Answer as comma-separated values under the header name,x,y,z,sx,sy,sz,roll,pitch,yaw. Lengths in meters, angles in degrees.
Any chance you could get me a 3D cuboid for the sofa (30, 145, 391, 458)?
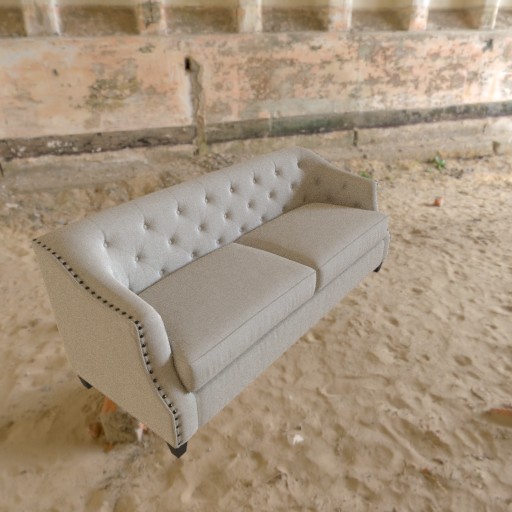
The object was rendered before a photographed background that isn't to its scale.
name,x,y,z,sx,sy,sz,roll,pitch,yaw
sofa,0.000,0.000,2.754,0.914,0.901,2.235,20,34,33
